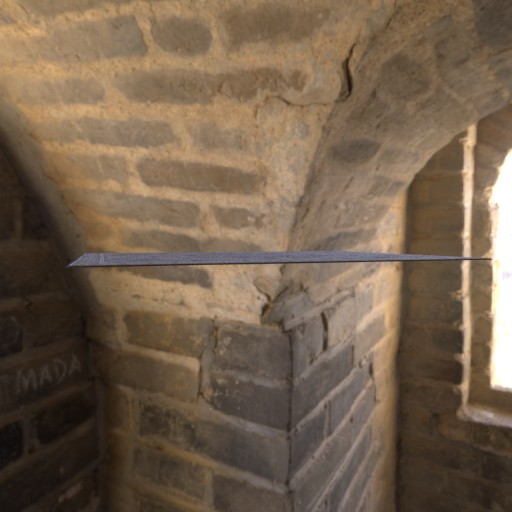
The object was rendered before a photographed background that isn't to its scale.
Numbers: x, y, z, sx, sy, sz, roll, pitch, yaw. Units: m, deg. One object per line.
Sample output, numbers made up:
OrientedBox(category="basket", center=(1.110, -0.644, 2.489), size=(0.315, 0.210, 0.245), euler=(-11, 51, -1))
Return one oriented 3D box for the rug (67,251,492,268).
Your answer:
OrientedBox(category="rug", center=(0.000, 0.000, 4.059), size=(3.048, 0.012, 2.438), euler=(-1, 2, -19))
